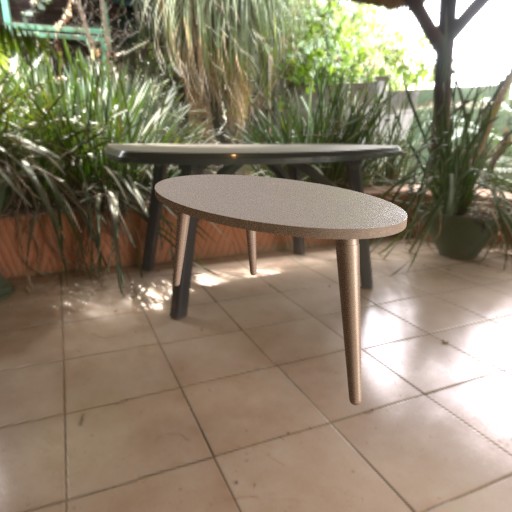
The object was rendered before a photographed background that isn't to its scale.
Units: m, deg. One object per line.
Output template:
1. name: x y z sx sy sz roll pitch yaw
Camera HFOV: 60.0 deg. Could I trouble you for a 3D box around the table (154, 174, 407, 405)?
1. table: 0.000 0.000 1.339 0.542 0.390 1.083 -7 17 -23
